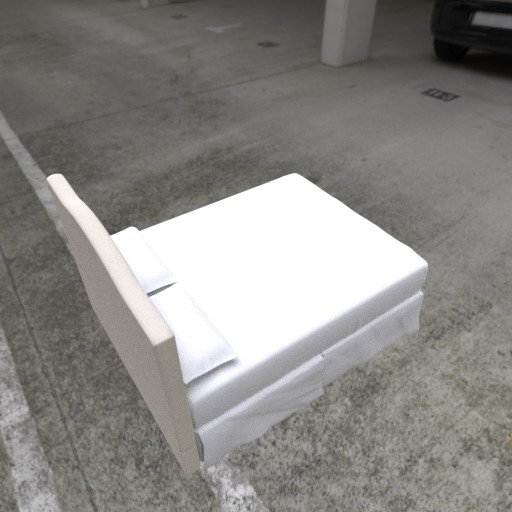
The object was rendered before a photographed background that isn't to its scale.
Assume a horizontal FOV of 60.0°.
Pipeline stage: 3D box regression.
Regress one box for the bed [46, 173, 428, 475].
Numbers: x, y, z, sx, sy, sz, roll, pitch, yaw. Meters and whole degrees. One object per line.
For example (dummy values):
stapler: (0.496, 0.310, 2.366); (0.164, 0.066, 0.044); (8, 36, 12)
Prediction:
bed: (0.000, 0.000, 3.274); (2.196, 1.449, 1.741); (-25, 47, -25)
